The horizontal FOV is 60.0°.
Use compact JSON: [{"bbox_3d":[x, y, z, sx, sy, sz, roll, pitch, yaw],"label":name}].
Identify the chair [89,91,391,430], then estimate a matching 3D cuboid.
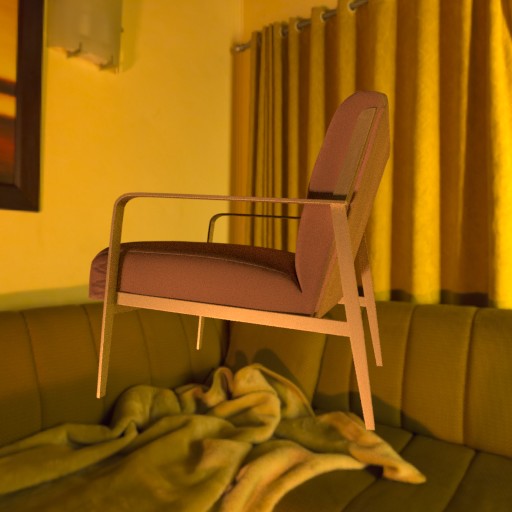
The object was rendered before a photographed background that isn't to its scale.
[{"bbox_3d":[0.000,0.000,1.471,0.848,0.823,0.701,0,0,18],"label":"chair"}]
